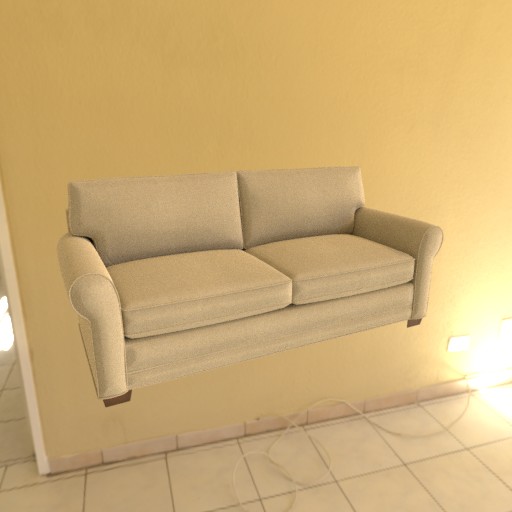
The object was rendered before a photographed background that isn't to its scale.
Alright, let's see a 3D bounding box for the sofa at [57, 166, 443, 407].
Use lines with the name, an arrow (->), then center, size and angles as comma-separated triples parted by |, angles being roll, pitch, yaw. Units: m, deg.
sofa -> 0.000, 0.000, 2.655 | 2.146, 0.962, 0.901 | -8, 18, -25
